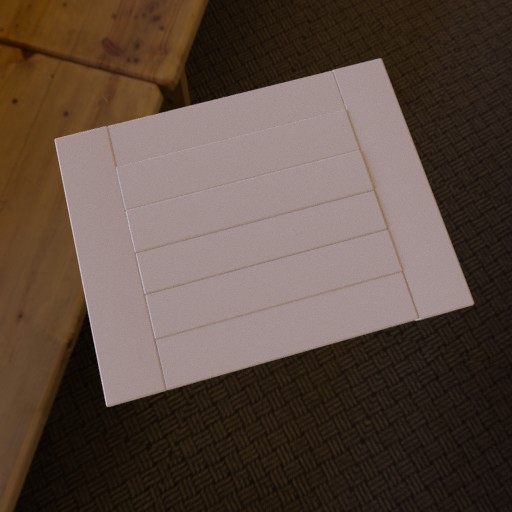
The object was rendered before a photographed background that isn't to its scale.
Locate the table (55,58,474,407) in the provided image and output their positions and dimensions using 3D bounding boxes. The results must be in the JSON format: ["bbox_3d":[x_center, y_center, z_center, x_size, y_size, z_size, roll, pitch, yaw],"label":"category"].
[{"bbox_3d":[0.000,0.000,1.032,0.599,0.605,0.463,-15,78,-3],"label":"table"}]
